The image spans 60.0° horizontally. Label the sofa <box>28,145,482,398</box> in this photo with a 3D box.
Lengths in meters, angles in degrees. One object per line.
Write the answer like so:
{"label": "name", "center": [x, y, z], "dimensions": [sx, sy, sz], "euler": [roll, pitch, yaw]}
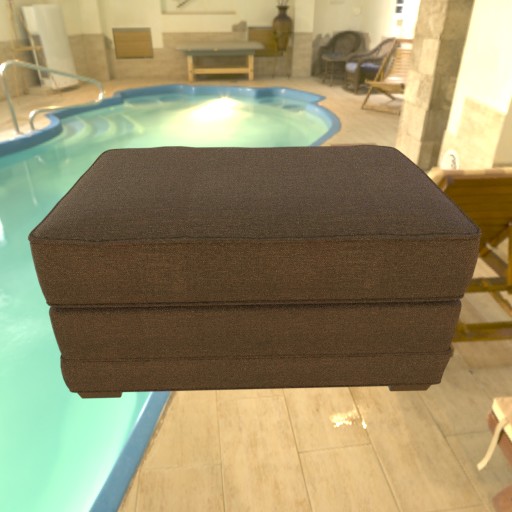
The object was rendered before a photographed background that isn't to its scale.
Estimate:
{"label": "sofa", "center": [0.000, 0.000, 1.139], "dimensions": [0.854, 0.457, 0.578], "euler": [-1, 30, -2]}
